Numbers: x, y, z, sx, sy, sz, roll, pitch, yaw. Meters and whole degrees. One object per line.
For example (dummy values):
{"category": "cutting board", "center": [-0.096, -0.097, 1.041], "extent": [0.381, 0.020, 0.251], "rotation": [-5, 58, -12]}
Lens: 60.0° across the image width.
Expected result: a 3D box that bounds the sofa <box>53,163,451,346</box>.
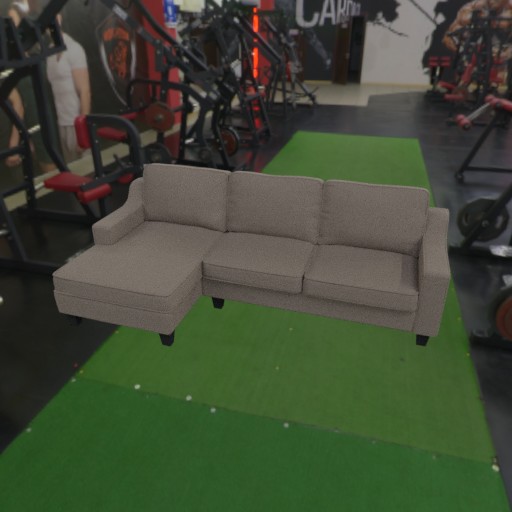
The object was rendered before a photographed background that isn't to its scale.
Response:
{"category": "sofa", "center": [0.000, 0.000, 3.186], "extent": [2.561, 0.928, 1.294], "rotation": [8, 28, 16]}
